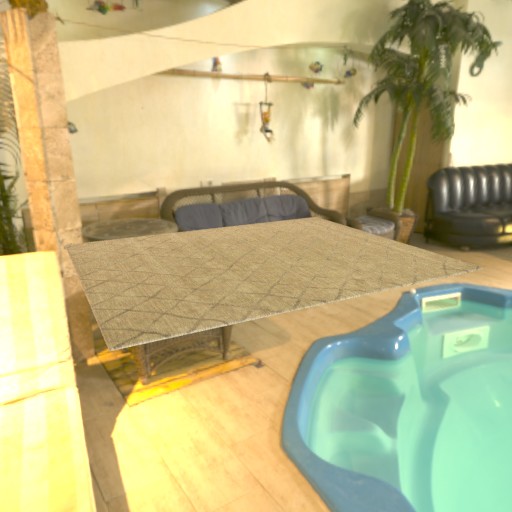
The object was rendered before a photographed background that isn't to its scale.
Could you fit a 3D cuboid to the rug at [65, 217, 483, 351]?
[{"bbox_3d":[0.000,0.000,4.073,3.038,0.019,2.420,-8,18,-26],"label":"rug"}]
